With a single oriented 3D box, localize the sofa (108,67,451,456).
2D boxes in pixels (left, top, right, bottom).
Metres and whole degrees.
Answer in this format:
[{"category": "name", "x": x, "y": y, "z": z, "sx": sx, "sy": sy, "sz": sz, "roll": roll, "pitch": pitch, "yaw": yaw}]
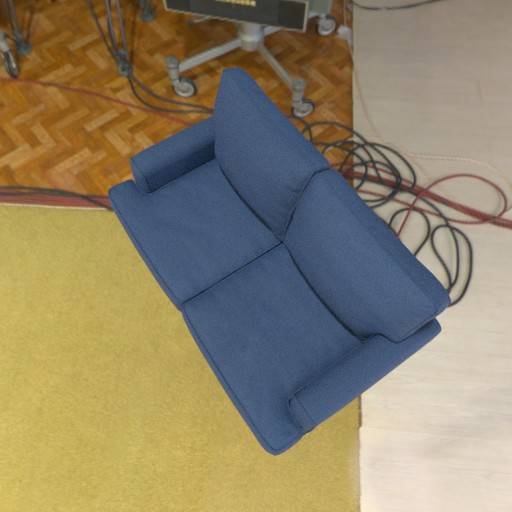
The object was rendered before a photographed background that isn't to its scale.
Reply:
[{"category": "sofa", "x": 0.000, "y": 0.000, "z": 2.248, "sx": 0.965, "sy": 0.965, "sz": 1.651, "roll": -31, "pitch": 69, "yaw": -14}]
